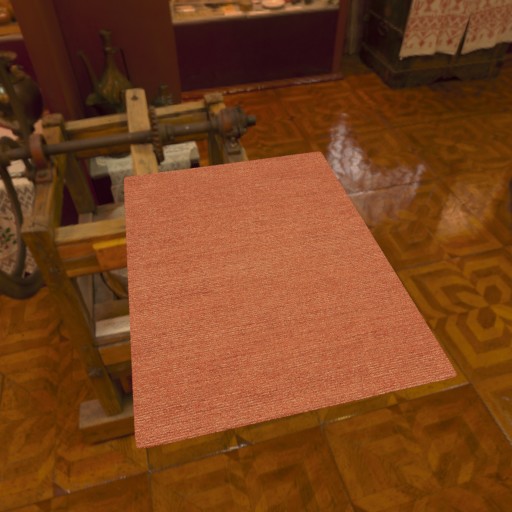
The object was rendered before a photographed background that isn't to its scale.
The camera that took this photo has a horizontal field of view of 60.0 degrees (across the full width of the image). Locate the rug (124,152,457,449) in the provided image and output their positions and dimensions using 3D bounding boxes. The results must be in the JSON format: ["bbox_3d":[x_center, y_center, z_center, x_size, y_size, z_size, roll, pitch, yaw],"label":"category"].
[{"bbox_3d":[0.000,0.000,2.813,1.594,0.009,2.112,-10,46,-9],"label":"rug"}]
